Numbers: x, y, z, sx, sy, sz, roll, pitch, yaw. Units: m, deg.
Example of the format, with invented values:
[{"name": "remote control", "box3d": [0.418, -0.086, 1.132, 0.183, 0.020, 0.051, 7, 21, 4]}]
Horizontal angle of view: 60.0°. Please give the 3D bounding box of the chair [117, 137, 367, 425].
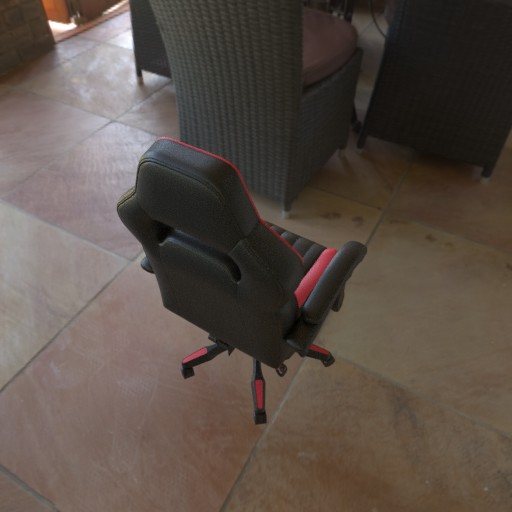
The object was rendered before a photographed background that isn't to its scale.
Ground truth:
[{"name": "chair", "box3d": [0.000, 0.000, 1.621, 0.700, 1.220, 0.700, 25, 52, 21]}]
